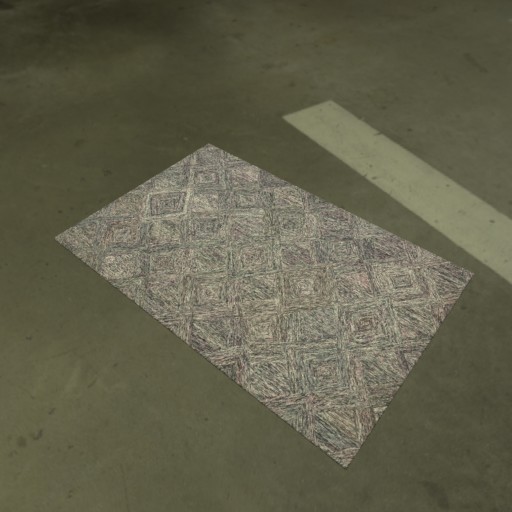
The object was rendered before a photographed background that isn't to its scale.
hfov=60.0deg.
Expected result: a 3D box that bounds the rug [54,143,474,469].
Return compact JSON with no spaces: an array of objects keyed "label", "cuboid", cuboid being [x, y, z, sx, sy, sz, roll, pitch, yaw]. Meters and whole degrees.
[{"label":"rug","cuboid":[0.000,0.000,2.876,2.298,0.017,1.501,31,54,26]}]
